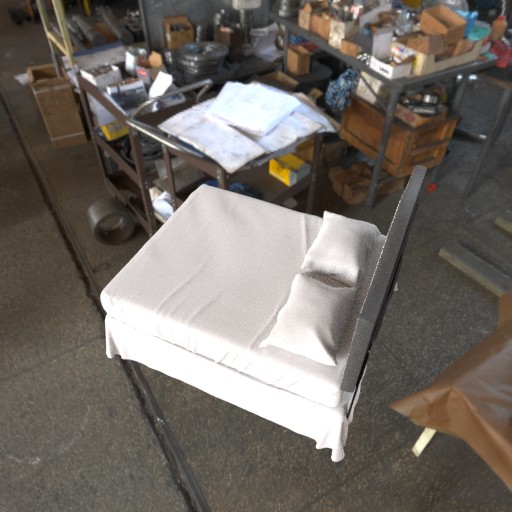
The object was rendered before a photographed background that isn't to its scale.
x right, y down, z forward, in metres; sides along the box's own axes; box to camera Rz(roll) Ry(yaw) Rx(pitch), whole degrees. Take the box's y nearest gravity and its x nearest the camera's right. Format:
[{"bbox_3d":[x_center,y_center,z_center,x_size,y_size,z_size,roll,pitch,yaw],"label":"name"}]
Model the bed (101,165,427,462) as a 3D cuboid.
[{"bbox_3d":[0.000,0.000,3.526,2.221,1.645,1.876,18,47,17],"label":"bed"}]
